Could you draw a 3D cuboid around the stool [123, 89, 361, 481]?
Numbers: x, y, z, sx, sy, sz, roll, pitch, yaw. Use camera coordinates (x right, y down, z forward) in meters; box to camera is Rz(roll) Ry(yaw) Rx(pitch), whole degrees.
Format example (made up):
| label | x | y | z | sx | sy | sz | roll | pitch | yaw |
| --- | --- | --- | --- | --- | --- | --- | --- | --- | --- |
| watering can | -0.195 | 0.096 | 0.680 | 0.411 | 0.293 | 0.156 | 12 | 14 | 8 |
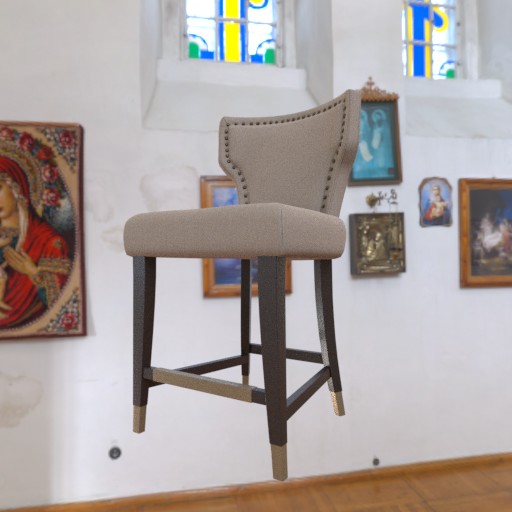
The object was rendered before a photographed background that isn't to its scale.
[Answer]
| label | x | y | z | sx | sy | sz | roll | pitch | yaw |
| --- | --- | --- | --- | --- | --- | --- | --- | --- | --- |
| stool | 0.000 | 0.000 | 1.305 | 0.527 | 0.982 | 0.563 | 0 | 0 | 34 |
